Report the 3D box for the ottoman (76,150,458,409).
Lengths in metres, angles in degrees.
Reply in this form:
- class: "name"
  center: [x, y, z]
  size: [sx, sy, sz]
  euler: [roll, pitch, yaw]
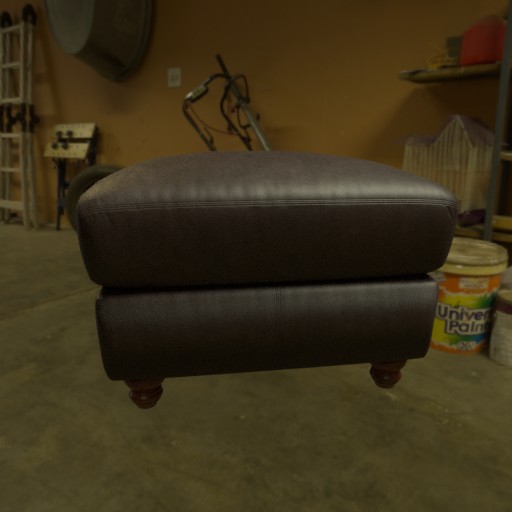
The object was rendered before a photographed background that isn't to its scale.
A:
- class: "ottoman"
  center: [0.000, 0.000, 1.235]
  size: [0.806, 0.569, 0.670]
  euler: [-2, 15, -8]
